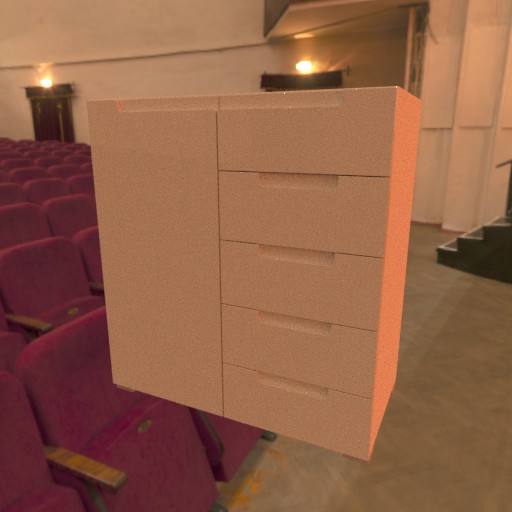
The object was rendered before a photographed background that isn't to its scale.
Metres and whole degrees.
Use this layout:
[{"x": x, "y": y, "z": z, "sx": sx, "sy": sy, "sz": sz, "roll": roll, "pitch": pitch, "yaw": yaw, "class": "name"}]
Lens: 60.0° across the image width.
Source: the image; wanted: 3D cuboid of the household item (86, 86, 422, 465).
[{"x": 0.000, "y": 0.000, "z": 1.307, "sx": 0.800, "sy": 0.870, "sz": 0.420, "roll": 7, "pitch": 17, "yaw": 25, "class": "household item"}]
